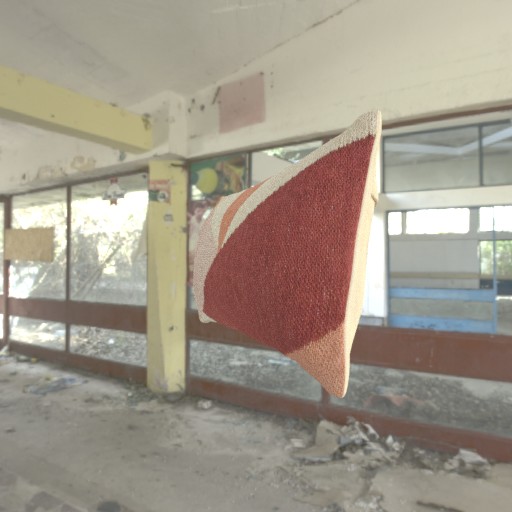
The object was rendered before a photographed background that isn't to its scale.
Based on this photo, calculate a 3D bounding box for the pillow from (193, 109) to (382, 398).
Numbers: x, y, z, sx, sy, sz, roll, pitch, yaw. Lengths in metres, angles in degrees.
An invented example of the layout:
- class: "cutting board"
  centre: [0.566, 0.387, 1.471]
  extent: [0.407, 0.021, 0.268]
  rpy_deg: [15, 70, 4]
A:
- class: "pillow"
  centre: [0.000, 0.000, 0.724]
  extent: [0.155, 0.292, 0.609]
  rpy_deg: [0, -1, -20]
